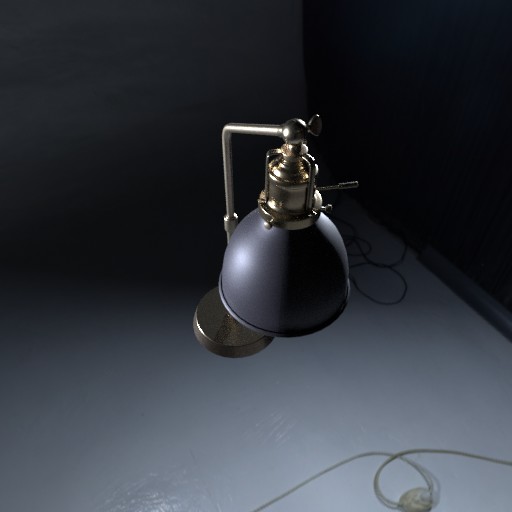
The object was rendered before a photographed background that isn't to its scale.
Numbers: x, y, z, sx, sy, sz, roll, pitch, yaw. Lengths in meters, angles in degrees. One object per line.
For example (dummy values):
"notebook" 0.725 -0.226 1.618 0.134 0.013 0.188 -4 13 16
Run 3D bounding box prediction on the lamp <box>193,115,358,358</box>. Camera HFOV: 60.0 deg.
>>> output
"lamp" 0.000 0.000 0.589 0.160 0.456 0.291 -24 51 -21
